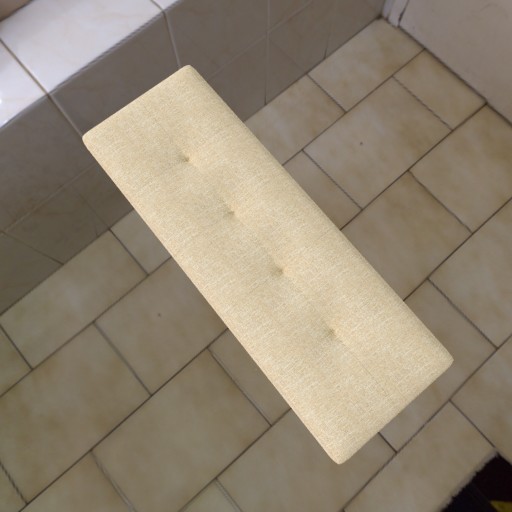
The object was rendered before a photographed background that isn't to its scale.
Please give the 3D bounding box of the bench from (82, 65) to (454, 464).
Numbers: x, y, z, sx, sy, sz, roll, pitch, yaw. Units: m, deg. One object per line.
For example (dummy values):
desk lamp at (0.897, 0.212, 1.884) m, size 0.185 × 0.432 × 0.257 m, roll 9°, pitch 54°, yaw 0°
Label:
bench at (0.000, 0.000, 1.457) m, size 0.432 × 0.406 × 1.219 m, roll -38°, pitch 79°, yaw -9°
